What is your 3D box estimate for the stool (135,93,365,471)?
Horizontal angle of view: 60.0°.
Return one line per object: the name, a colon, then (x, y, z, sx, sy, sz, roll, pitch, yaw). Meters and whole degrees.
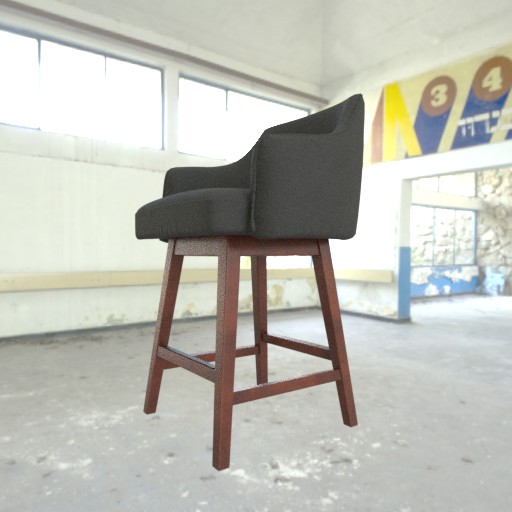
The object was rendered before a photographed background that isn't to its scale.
stool: (0.000, 0.000, 1.259, 0.558, 0.912, 0.548, 0, 1, -35)
